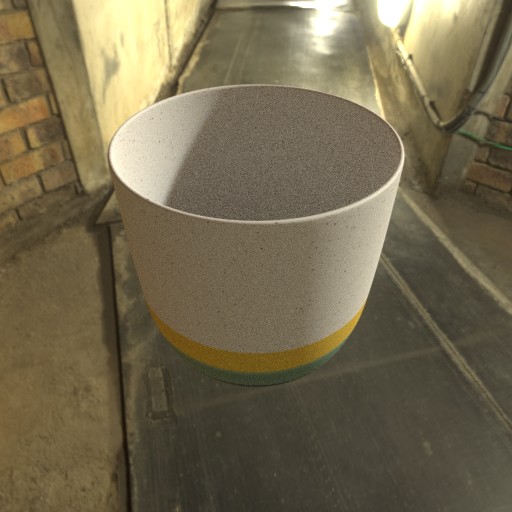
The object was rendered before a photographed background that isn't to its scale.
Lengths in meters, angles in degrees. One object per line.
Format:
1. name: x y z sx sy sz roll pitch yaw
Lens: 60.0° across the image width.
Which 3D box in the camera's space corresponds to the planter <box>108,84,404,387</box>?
1. planter: 0.000 0.000 0.369 0.195 0.214 0.195 0 41 0
